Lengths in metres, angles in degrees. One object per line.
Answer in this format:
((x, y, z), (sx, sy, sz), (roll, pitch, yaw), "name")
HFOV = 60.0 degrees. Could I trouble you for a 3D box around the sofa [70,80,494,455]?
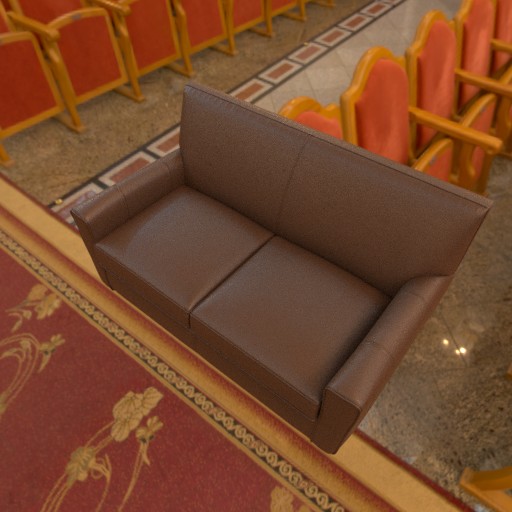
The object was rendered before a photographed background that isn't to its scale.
((0.000, 0.000, 1.947), (1.468, 0.859, 0.853), (30, 54, 25), "sofa")
